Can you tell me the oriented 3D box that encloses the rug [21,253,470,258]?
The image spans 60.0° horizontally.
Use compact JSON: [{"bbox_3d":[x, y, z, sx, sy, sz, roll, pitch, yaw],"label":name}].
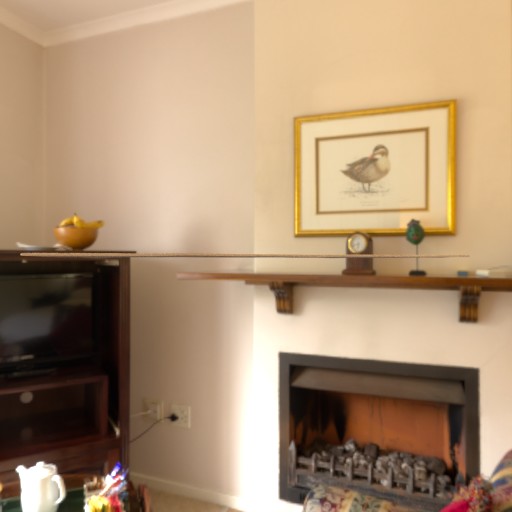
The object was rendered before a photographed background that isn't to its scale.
[{"bbox_3d":[0.000,0.000,2.653,2.383,0.018,0.857,0,-1,-17],"label":"rug"}]
